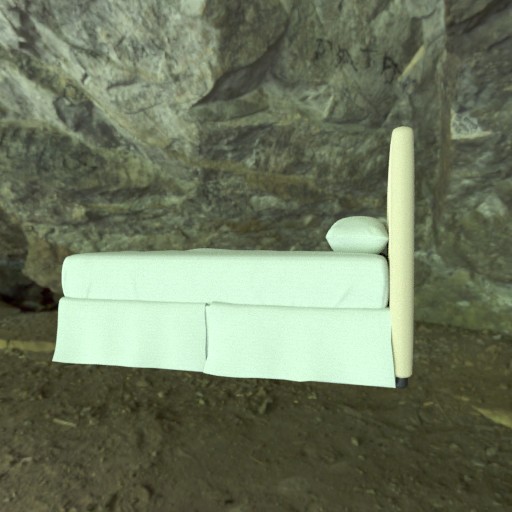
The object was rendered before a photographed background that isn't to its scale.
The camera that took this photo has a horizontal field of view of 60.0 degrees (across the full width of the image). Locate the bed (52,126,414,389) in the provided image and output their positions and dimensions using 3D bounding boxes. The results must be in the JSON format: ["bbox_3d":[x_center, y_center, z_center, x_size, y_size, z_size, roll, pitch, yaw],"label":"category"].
[{"bbox_3d":[0.000,0.000,3.321,2.142,1.330,1.884,0,1,16],"label":"bed"}]
